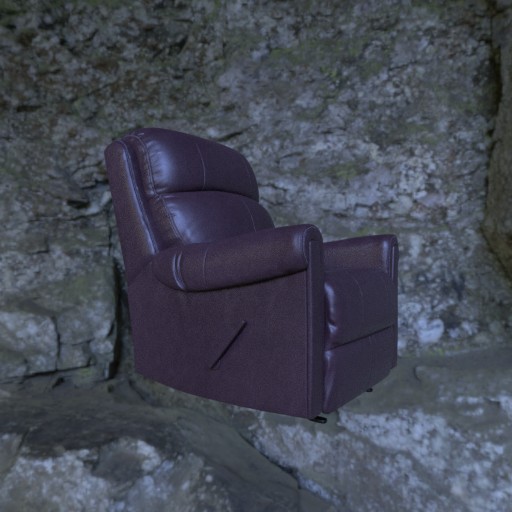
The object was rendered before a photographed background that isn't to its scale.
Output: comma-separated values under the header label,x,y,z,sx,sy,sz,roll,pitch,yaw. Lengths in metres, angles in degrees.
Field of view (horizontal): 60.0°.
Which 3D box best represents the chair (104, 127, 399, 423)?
label,x,y,z,sx,sy,sz,roll,pitch,yaw
chair,0.000,0.000,1.809,1.014,1.054,0.838,0,0,35
